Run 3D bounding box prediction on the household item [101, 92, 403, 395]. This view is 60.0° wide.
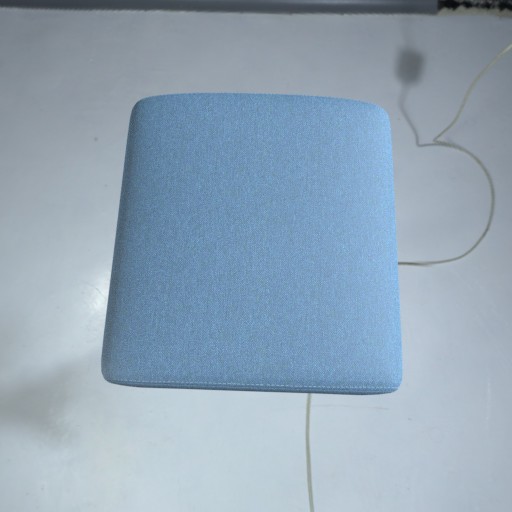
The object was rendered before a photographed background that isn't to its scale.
[{"bbox_3d":[0.000,0.000,0.907,0.530,0.420,0.530,2,75,0],"label":"household item"}]
